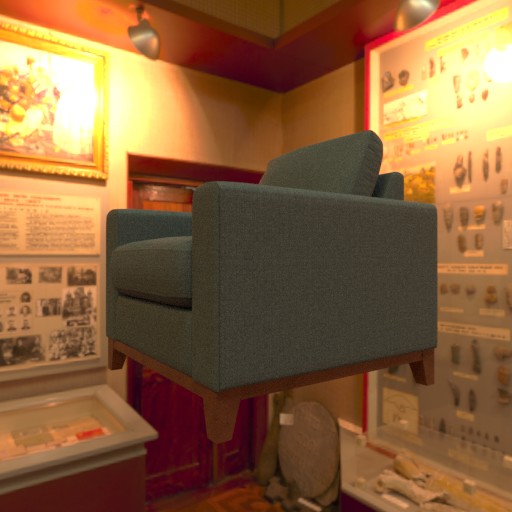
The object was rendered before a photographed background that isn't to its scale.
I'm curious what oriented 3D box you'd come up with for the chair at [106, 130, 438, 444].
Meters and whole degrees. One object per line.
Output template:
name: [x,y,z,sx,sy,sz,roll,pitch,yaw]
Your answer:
chair: [0.000,0.000,1.859,1.038,1.010,1.024,0,0,-35]
